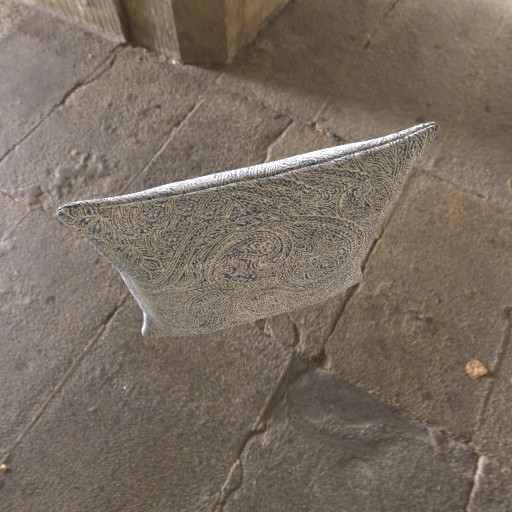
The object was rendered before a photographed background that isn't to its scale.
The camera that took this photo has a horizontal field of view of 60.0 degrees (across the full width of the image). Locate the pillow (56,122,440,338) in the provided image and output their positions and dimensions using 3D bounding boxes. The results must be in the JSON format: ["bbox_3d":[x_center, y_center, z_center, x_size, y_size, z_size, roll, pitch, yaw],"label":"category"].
[{"bbox_3d":[0.000,0.000,0.796,0.523,0.510,0.166,-14,65,-7],"label":"pillow"}]
